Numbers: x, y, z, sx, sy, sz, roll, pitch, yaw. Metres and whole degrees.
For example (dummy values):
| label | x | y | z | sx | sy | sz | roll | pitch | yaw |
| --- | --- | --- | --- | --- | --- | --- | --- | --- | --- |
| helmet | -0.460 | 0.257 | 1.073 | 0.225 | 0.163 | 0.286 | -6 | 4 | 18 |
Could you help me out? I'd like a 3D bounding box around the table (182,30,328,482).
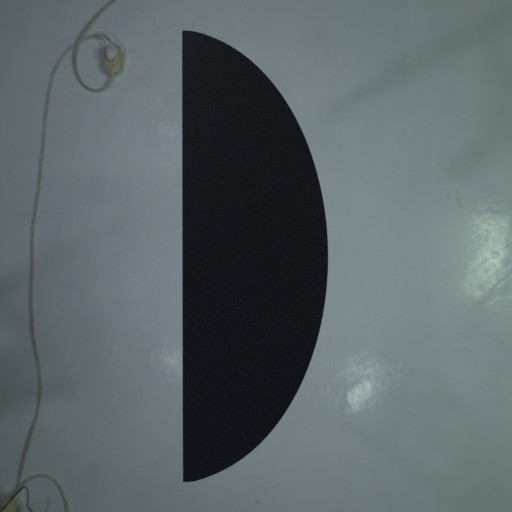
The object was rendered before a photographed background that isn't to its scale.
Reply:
| label | x | y | z | sx | sy | sz | roll | pitch | yaw |
| --- | --- | --- | --- | --- | --- | --- | --- | --- | --- |
| table | 0.000 | 0.000 | 1.585 | 0.394 | 0.780 | 1.219 | 0 | 91 | 0 |
